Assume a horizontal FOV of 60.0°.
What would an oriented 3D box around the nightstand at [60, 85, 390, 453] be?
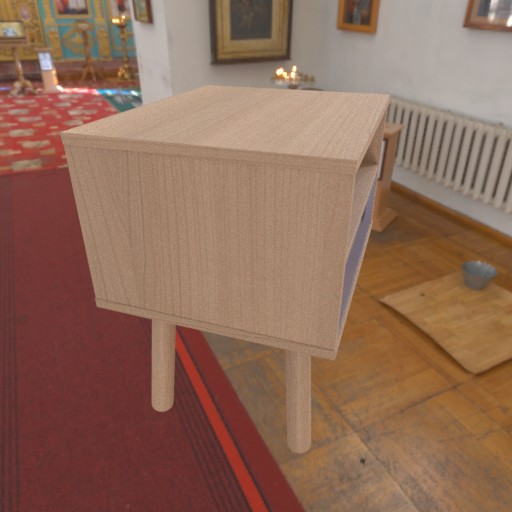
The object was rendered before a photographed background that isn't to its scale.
[{"bbox_3d":[0.000,0.000,0.832,0.380,0.530,0.450,9,30,17],"label":"nightstand"}]
